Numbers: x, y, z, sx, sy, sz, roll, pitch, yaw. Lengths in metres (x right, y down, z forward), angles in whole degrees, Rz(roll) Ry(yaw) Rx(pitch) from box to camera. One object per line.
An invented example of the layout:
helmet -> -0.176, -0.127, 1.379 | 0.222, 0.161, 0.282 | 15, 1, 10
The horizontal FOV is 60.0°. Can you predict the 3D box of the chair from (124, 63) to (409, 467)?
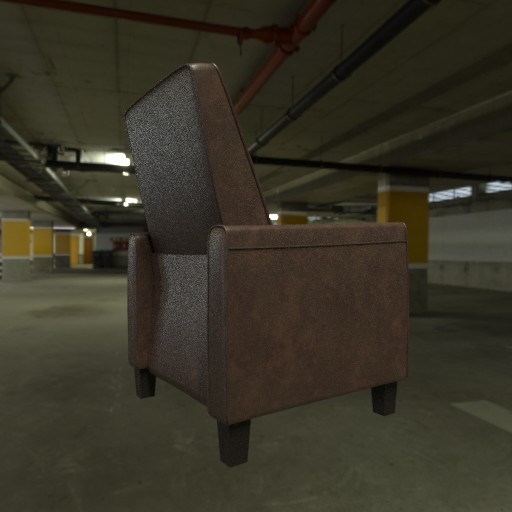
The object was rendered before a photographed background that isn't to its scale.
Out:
chair -> 0.000, 0.000, 1.505 | 0.746, 1.013, 0.705 | 0, 1, -35
